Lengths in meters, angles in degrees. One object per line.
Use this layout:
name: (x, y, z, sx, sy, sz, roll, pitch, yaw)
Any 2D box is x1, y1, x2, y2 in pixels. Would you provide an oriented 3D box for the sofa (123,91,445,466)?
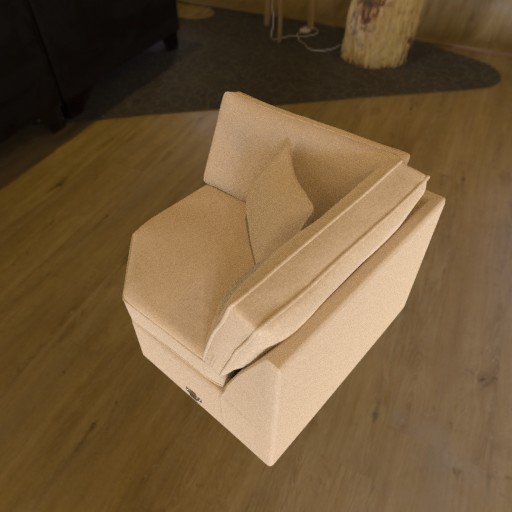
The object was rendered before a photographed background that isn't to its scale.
sofa: (0.000, 0.000, 1.872, 1.050, 0.937, 1.042, 33, 54, 27)
